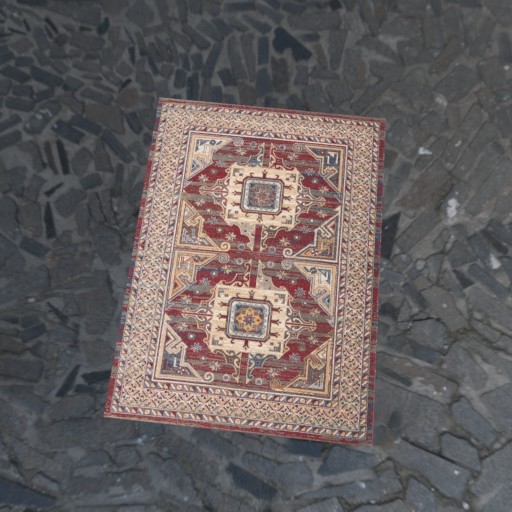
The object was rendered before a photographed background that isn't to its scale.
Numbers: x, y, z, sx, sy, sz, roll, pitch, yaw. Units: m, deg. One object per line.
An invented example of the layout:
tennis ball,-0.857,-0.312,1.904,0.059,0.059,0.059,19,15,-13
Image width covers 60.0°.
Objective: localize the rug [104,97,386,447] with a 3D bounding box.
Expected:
rug,0.000,0.000,4.268,2.381,0.013,3.197,6,77,1
